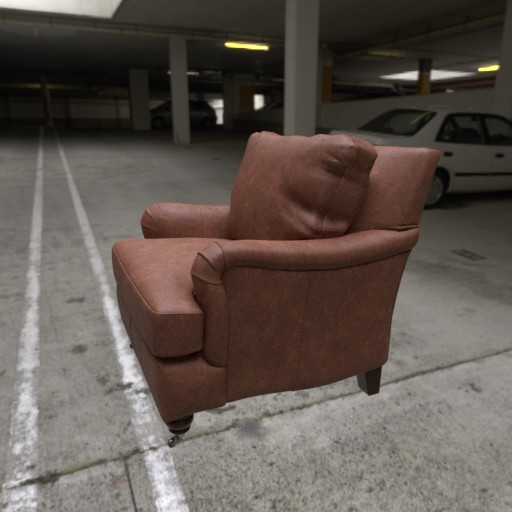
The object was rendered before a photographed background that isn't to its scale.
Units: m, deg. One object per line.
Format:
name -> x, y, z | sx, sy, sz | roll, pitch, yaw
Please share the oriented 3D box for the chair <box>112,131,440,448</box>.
chair -> 0.000, 0.000, 1.950 | 1.158, 1.055, 0.986 | -7, 17, -24
